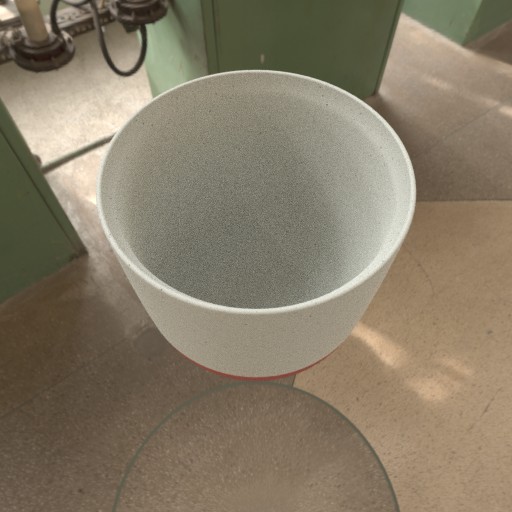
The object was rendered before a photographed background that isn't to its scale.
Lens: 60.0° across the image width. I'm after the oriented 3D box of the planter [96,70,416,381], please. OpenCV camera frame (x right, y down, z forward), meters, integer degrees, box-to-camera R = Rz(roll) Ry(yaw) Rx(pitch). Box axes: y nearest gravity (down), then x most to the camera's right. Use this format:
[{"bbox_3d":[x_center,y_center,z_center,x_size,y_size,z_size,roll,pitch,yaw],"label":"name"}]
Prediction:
[{"bbox_3d":[0.000,0.000,0.376,0.204,0.214,0.204,0,58,0],"label":"planter"}]
